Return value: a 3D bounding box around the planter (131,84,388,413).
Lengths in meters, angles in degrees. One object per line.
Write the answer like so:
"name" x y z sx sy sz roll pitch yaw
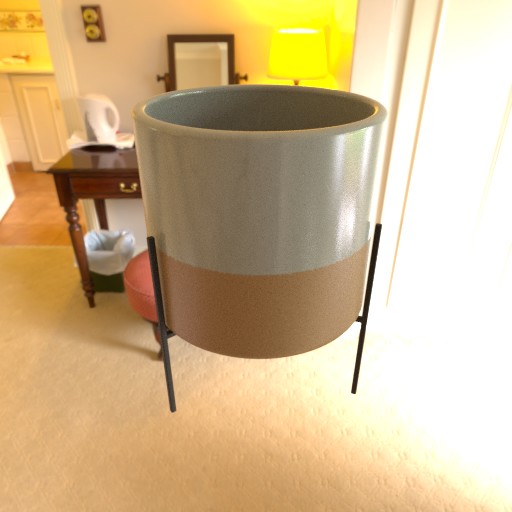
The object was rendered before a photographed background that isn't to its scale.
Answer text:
"planter" 0.000 0.000 0.723 0.360 0.480 0.348 -21 36 -32
